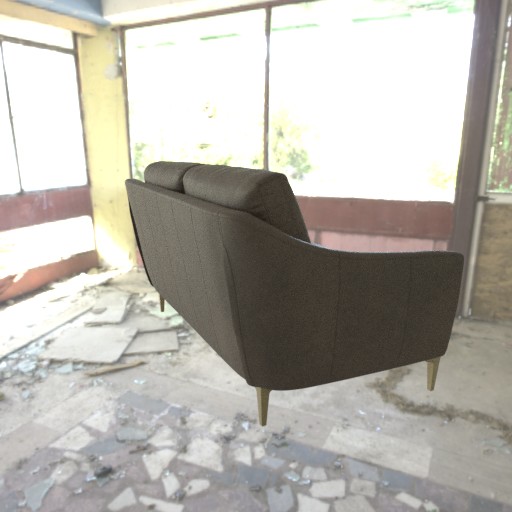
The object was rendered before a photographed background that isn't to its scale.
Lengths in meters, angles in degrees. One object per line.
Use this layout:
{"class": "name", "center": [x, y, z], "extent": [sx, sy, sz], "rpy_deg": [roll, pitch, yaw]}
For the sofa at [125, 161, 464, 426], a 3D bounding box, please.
{"class": "sofa", "center": [0.000, 0.000, 2.168], "extent": [0.960, 0.902, 1.619], "rpy_deg": [-8, 16, -27]}
